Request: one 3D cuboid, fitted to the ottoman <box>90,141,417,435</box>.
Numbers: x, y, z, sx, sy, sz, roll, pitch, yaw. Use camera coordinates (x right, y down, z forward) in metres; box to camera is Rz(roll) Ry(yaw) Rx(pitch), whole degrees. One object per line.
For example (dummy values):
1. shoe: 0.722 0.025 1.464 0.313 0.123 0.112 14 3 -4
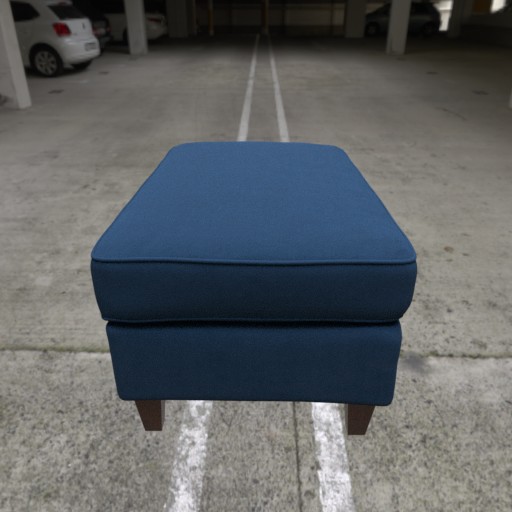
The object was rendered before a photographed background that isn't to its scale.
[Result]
1. ottoman: 0.000 0.000 1.208 0.583 0.484 0.862 0 26 0
